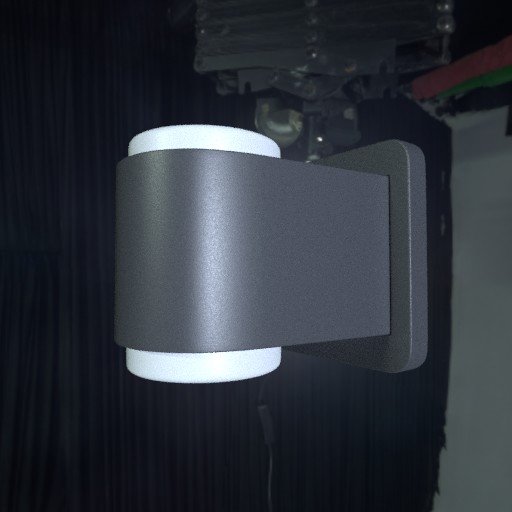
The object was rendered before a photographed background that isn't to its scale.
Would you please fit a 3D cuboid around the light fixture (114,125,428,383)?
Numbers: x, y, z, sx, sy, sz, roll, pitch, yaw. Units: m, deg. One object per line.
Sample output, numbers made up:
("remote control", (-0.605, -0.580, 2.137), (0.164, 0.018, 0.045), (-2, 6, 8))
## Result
("light fixture", (0.000, 0.000, 0.213), (0.132, 0.109, 0.109), (1, -2, -37))
